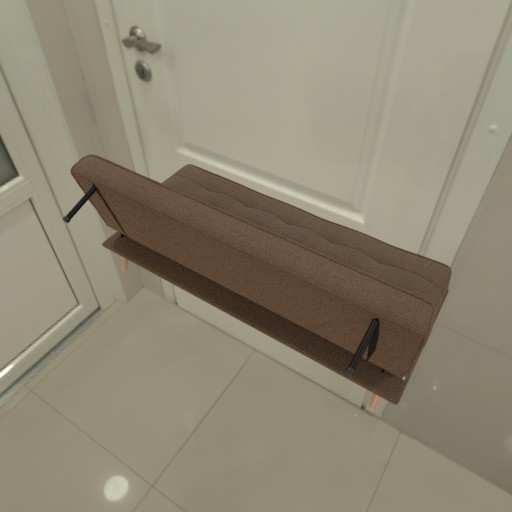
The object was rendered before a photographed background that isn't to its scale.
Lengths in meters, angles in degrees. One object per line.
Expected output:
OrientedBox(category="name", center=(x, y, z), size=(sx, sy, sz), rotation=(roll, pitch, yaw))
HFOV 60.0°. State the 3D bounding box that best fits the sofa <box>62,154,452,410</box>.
OrientedBox(category="sofa", center=(0.000, 0.000, 2.295), size=(1.820, 0.810, 1.038), rotation=(25, 51, 22))
